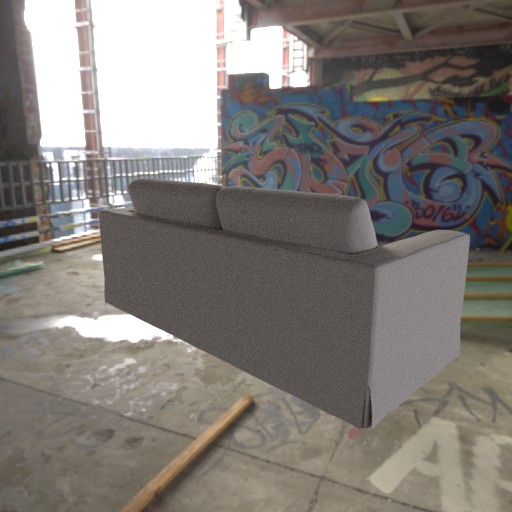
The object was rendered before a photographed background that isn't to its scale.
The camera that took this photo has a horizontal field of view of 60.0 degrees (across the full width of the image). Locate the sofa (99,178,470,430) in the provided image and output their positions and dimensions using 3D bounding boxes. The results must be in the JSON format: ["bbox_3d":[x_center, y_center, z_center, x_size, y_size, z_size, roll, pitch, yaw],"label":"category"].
[{"bbox_3d":[0.000,0.000,2.686,2.163,0.881,0.954,13,19,43],"label":"sofa"}]
